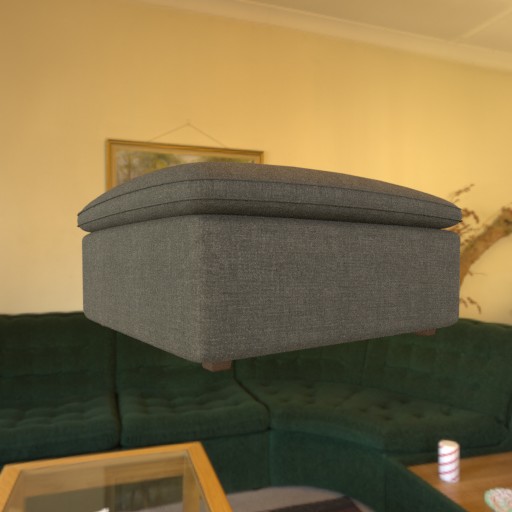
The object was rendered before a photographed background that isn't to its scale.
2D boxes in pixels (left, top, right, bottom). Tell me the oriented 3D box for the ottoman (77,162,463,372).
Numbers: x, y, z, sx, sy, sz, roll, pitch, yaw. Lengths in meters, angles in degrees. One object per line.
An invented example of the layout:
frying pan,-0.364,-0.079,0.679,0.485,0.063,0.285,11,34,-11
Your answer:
ottoman,0.000,0.000,1.662,1.067,0.559,1.067,0,0,-35
